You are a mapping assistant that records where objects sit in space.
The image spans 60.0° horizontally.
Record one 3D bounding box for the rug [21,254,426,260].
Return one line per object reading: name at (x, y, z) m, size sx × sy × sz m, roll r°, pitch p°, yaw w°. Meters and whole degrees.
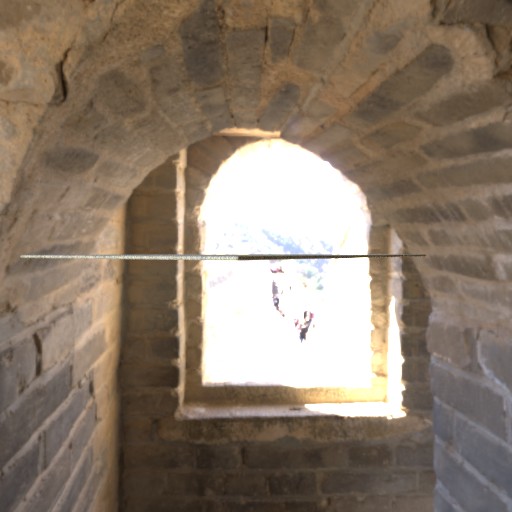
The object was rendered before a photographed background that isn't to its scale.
rug at (0.000, 0.000, 2.860) m, size 1.523 × 0.017 × 2.263 m, roll 0°, pitch 0°, yaw 36°
